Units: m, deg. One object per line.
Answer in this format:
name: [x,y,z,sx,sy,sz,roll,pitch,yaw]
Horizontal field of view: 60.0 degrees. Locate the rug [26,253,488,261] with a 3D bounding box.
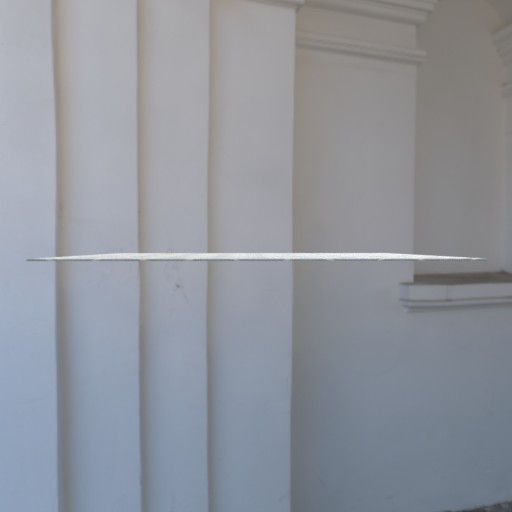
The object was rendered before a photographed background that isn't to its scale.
rug: [0.000,0.000,2.711,2.080,0.010,1.451,0,1,-1]
